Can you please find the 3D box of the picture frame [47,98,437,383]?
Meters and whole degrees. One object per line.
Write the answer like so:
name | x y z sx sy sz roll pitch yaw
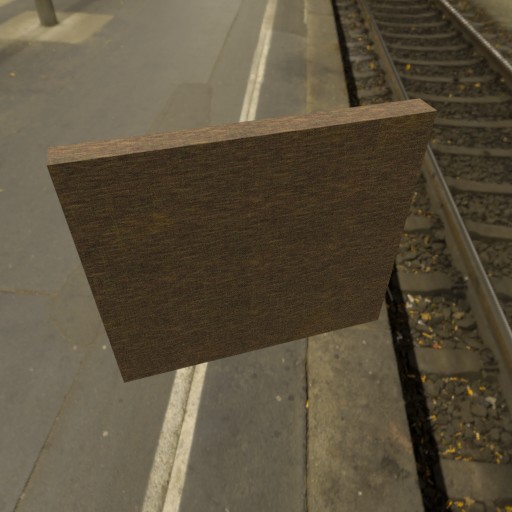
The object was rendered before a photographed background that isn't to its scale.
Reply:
picture frame | 0.000 0.000 0.536 0.378 0.330 0.033 -11 43 -12
